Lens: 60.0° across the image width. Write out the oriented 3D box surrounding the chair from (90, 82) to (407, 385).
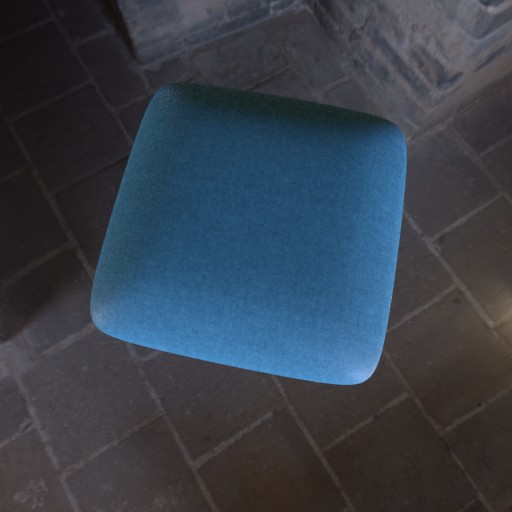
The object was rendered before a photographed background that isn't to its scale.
[{"bbox_3d":[0.000,0.000,0.723,0.360,0.450,0.360,11,75,3],"label":"chair"}]
